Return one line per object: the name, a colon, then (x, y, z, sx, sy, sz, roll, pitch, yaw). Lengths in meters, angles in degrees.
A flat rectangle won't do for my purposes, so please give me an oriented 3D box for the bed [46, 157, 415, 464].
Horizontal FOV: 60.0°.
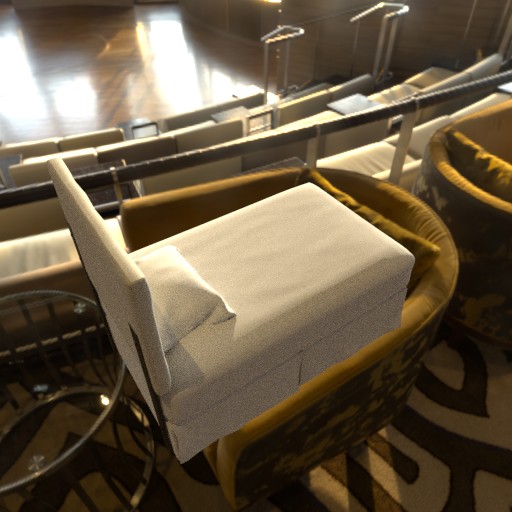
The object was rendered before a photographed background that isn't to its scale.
bed: (0.000, 0.000, 2.962, 1.997, 1.571, 1.261, -25, 48, -25)
